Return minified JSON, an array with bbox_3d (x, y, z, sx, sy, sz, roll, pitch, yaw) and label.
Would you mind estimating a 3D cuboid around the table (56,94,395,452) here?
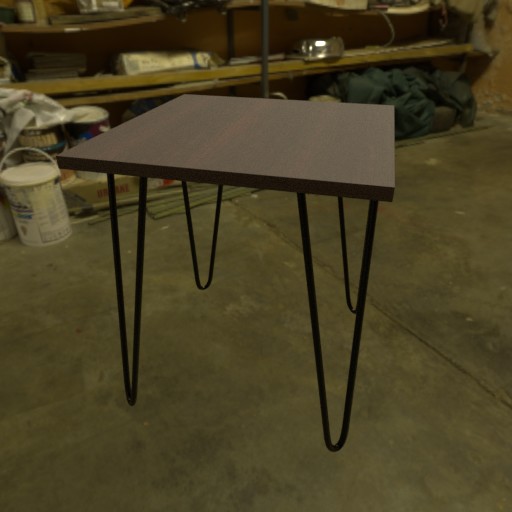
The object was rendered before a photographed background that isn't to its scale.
[{"bbox_3d":[0.000,0.000,0.963,0.495,0.559,0.495,8,31,13],"label":"table"}]
